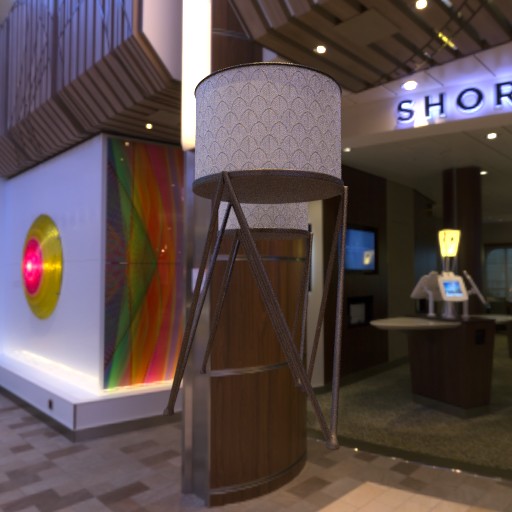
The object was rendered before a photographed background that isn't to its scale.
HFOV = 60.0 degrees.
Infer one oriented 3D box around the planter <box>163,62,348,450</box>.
[{"bbox_3d":[0.000,0.000,1.176,0.413,0.712,0.769,0,-2,-1],"label":"planter"}]
